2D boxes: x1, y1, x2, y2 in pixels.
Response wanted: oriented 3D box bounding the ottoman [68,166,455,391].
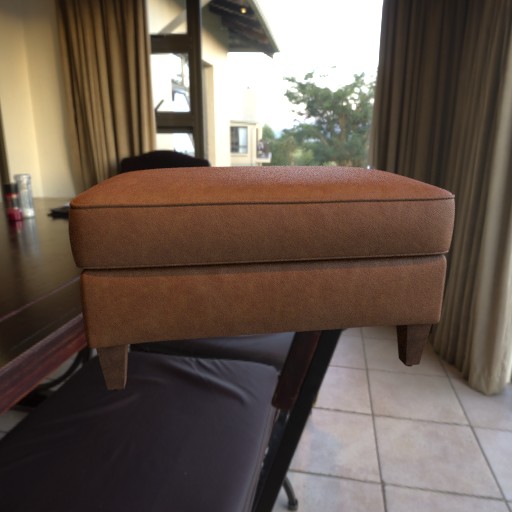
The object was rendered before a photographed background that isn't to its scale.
[{"bbox_3d":[0.000,0.000,1.233,0.864,0.483,0.584,-2,16,-8],"label":"ottoman"}]
